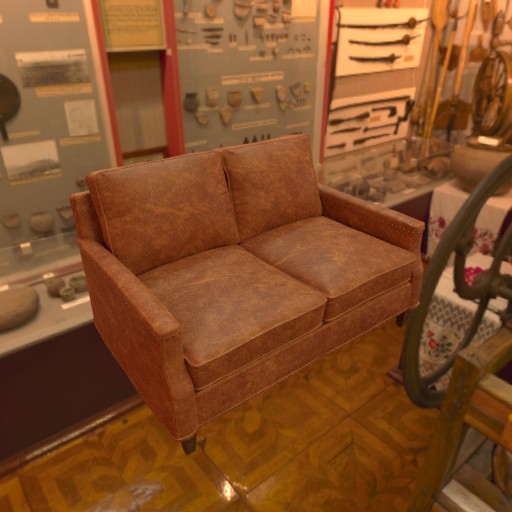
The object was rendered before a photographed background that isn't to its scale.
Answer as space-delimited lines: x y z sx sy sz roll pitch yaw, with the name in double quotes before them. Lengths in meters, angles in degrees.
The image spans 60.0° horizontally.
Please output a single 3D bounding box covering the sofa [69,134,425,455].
"sofa" 0.000 0.000 2.358 1.597 1.003 1.084 -20 34 -32
